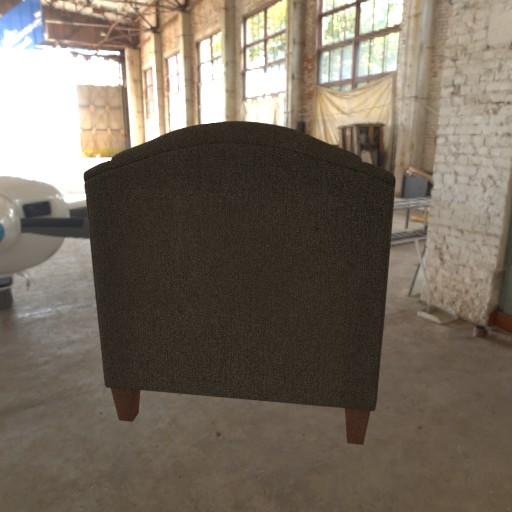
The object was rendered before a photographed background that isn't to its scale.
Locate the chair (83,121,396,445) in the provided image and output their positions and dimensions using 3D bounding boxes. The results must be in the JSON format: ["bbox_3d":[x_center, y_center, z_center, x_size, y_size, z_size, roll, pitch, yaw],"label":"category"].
[{"bbox_3d":[0.000,0.000,1.480,0.763,0.839,0.787,2,15,9],"label":"chair"}]
